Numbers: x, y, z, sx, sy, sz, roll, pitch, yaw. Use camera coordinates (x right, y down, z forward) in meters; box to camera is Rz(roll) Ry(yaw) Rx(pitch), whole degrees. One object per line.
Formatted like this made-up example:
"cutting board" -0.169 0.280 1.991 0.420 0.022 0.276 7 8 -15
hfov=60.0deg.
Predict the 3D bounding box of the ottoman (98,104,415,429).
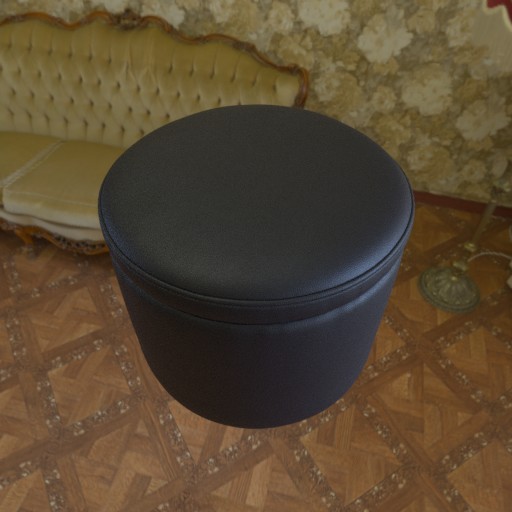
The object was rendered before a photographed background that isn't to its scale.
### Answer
"ottoman" 0.000 0.000 0.836 0.501 0.409 0.501 0 46 0
